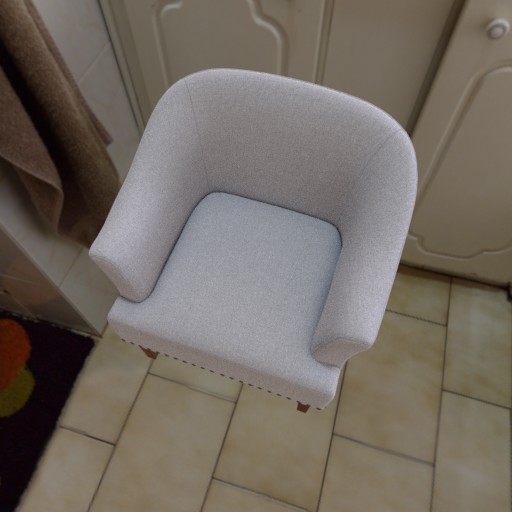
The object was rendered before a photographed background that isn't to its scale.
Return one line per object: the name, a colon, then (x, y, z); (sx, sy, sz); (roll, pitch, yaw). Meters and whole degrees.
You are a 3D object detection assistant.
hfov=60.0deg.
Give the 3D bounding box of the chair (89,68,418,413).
chair: (0.000, 0.000, 1.408); (0.798, 0.815, 0.704); (17, 60, 10)
